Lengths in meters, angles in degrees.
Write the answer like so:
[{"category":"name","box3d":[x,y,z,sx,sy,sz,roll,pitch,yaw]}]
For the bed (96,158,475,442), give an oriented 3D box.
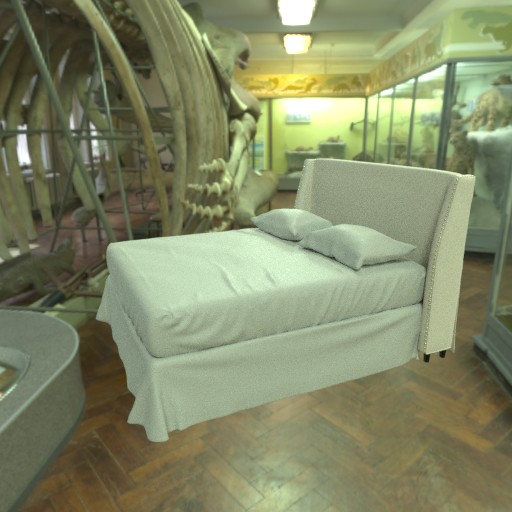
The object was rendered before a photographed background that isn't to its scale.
[{"category":"bed","box3d":[0.000,0.000,3.393,2.276,1.332,1.925,-7,18,-24]}]
